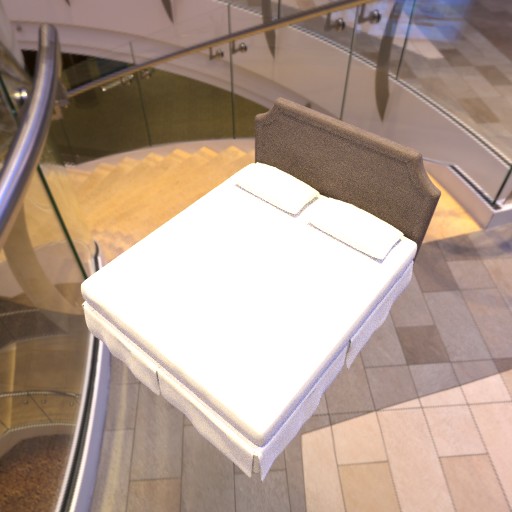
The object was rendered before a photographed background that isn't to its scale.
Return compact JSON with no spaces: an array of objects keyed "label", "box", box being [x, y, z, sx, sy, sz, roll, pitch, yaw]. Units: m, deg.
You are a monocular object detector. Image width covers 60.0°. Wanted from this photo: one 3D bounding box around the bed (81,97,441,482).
[{"label":"bed","box":[0.000,0.000,4.214,2.350,1.590,2.773,31,54,26]}]
